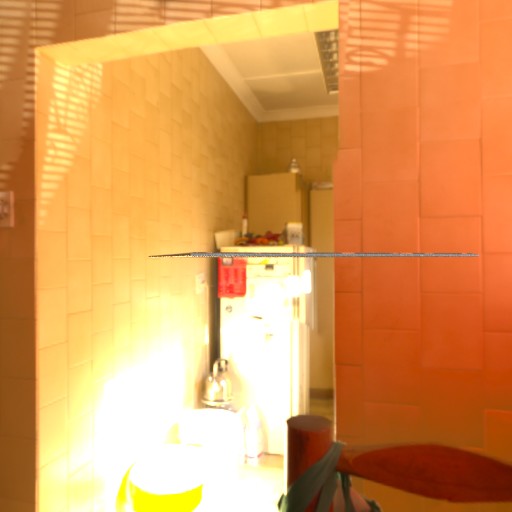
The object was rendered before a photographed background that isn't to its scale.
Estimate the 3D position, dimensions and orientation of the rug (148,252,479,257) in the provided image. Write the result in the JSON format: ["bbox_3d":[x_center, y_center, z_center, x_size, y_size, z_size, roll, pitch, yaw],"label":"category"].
[{"bbox_3d":[0.000,0.000,1.421,0.604,0.007,1.219,0,0,-17],"label":"rug"}]
